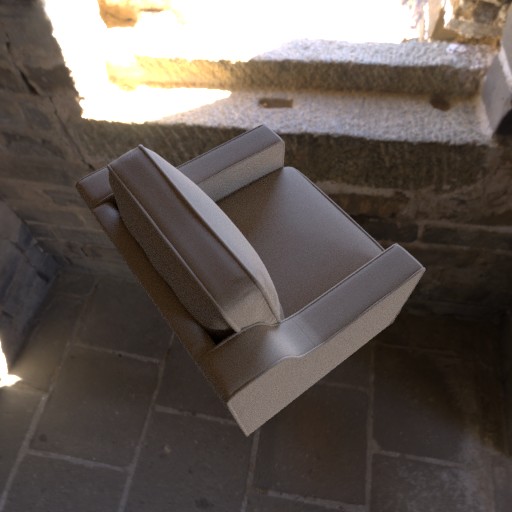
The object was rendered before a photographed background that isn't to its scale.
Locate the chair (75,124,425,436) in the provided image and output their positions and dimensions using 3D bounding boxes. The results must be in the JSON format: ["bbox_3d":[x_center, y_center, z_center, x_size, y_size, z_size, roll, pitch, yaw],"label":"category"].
[{"bbox_3d":[0.000,0.000,1.708,0.882,0.948,0.922,-32,63,-19],"label":"chair"}]
